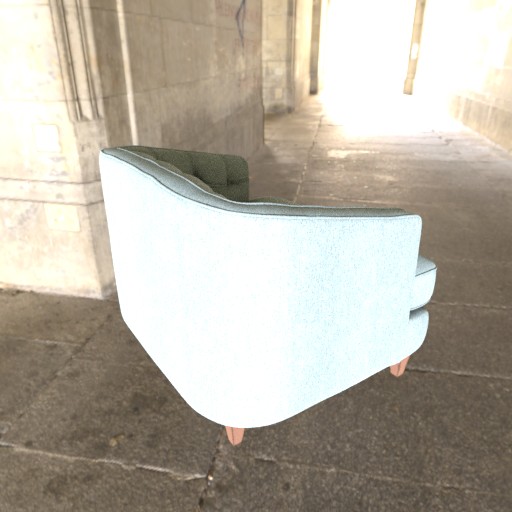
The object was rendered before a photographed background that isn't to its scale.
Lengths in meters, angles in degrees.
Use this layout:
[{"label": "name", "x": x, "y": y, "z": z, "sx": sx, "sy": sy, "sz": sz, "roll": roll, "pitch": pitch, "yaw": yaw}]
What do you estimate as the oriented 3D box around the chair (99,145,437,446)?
[{"label": "chair", "x": 0.000, "y": 0.000, "z": 1.748, "sx": 0.945, "sy": 0.852, "sz": 1.094, "roll": -16, "pitch": 29, "yaw": -31}]
